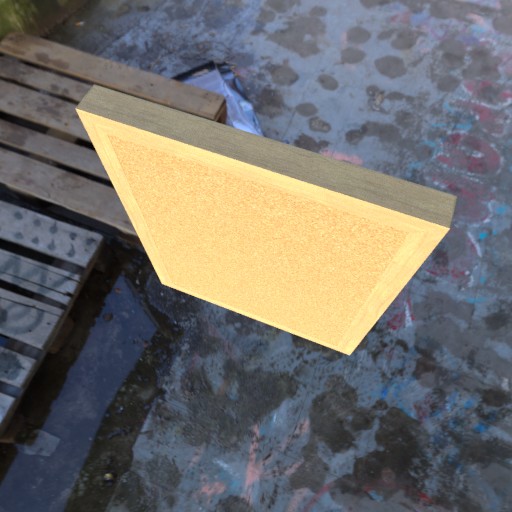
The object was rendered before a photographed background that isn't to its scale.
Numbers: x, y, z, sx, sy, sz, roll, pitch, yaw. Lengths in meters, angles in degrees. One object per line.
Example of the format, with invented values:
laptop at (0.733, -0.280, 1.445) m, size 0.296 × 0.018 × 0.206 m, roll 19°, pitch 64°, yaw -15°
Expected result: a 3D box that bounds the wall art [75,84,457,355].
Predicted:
wall art at (0.000, 0.000, 0.520) m, size 0.312 × 0.380 × 0.030 m, roll 20°, pitch 65°, yaw 9°
